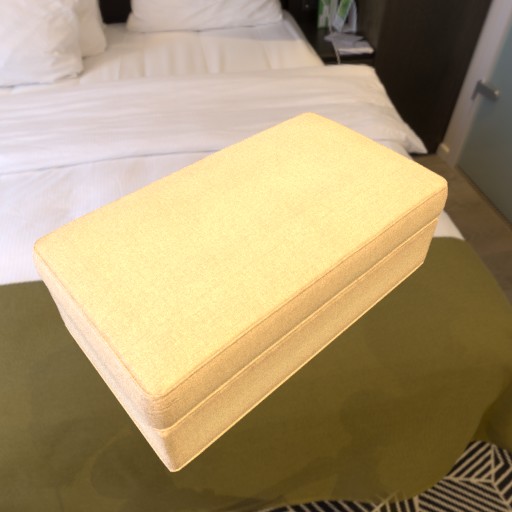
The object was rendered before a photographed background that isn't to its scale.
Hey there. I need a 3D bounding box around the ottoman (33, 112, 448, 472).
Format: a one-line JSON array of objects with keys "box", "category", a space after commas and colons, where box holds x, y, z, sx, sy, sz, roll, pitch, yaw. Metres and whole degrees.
[{"box": [0.000, 0.000, 1.384, 1.097, 0.448, 0.617, -33, 54, -28], "category": "ottoman"}]
